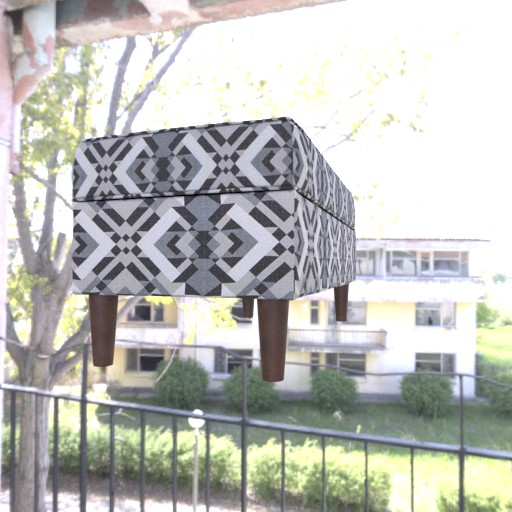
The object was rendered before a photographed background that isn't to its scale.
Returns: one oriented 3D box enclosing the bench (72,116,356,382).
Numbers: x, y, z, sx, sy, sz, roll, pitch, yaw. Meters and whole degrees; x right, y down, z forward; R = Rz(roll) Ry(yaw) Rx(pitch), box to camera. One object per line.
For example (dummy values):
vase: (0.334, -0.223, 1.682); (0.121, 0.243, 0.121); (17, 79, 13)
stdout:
bench: (0.000, 0.000, 1.316); (0.492, 0.477, 1.016); (0, -1, 19)
